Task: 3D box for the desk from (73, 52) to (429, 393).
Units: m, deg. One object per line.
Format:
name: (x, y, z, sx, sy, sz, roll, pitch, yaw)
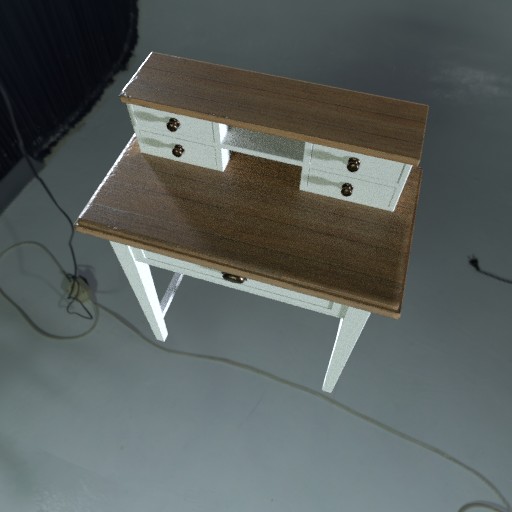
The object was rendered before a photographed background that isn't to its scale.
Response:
desk: (0.000, 0.000, 1.403, 0.814, 0.981, 0.462, 15, 58, 9)
